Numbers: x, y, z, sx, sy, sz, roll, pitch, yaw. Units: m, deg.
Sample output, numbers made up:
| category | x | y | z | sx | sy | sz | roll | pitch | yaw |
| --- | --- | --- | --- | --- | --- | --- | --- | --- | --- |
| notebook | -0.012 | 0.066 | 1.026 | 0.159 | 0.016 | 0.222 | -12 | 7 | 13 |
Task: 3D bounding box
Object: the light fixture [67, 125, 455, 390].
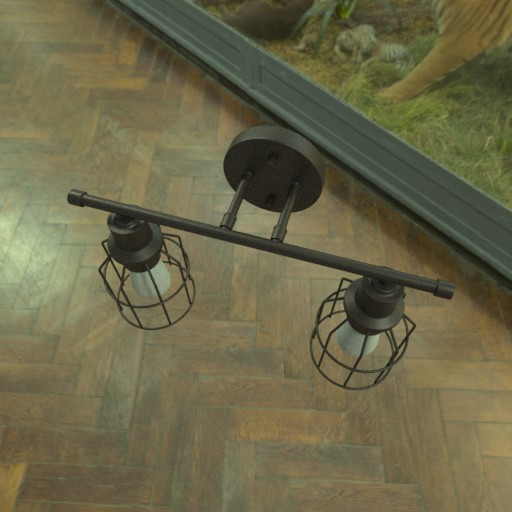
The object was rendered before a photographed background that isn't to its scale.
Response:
| category | x | y | z | sx | sy | sz | roll | pitch | yaw |
| --- | --- | --- | --- | --- | --- | --- | --- | --- | --- |
| light fixture | 0.000 | 0.000 | 0.526 | 0.406 | 0.254 | 0.165 | 14 | 58 | 9 |
